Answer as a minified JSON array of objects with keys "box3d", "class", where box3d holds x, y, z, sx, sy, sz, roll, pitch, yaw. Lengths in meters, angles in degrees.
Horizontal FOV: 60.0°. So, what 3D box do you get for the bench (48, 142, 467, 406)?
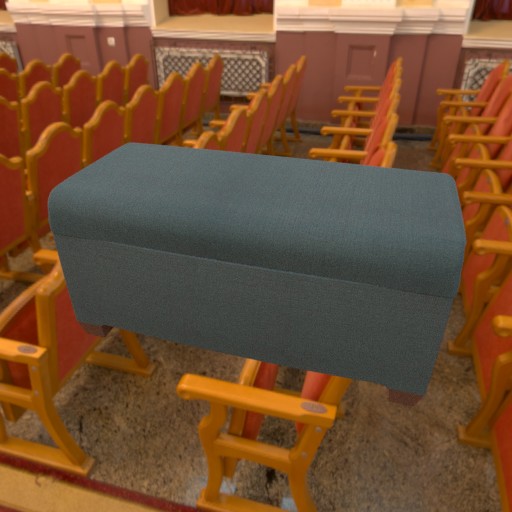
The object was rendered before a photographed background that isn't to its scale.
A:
[{"box3d":[0.000,0.000,1.252,0.995,0.474,0.476,9,33,14],"class":"bench"}]
